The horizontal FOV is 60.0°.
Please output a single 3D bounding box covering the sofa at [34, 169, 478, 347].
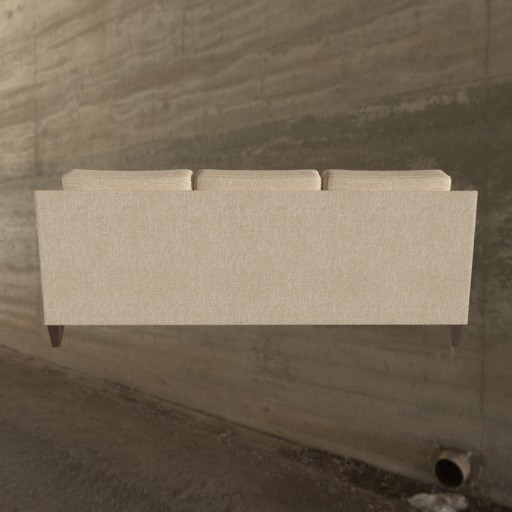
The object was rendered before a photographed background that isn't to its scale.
[{"bbox_3d":[0.000,0.000,2.726,2.210,0.940,1.041,0,1,0],"label":"sofa"}]
